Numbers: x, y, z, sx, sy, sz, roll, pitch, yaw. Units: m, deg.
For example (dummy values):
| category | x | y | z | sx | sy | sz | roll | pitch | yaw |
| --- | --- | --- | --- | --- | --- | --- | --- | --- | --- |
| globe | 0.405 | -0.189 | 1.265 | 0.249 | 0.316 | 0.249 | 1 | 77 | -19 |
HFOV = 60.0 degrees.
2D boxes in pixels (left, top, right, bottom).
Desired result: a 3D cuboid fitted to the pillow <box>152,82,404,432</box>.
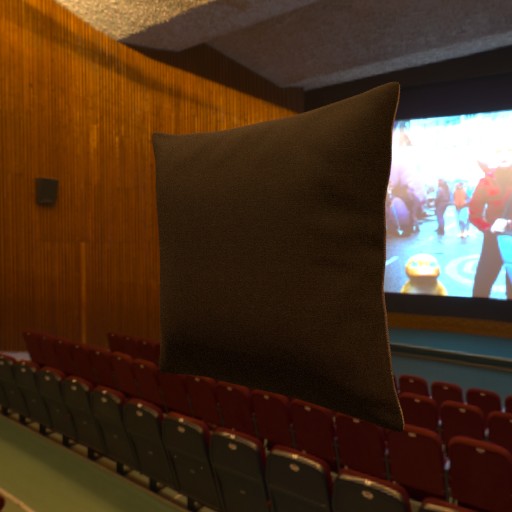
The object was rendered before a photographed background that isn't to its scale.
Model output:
| category | x | y | z | sx | sy | sz | roll | pitch | yaw |
| --- | --- | --- | --- | --- | --- | --- | --- | --- | --- |
| pillow | 0.000 | 0.000 | 0.786 | 0.523 | 0.506 | 0.166 | 1 | 2 | 36 |
